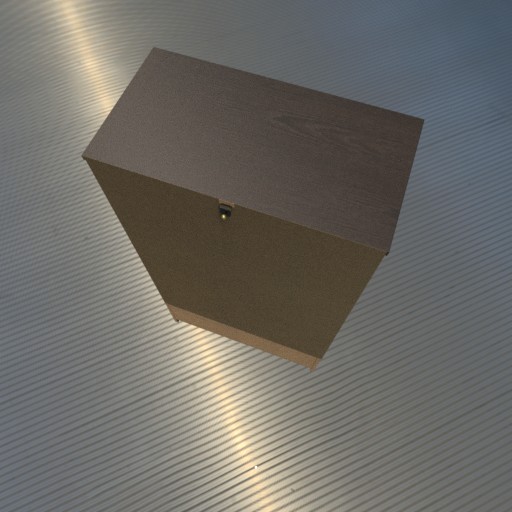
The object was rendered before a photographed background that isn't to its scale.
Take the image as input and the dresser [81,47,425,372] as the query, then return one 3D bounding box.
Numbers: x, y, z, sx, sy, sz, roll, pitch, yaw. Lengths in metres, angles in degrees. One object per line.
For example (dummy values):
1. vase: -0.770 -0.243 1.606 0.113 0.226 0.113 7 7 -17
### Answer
1. dresser: 0.000 0.000 1.582 0.704 1.254 0.418 18 66 9
